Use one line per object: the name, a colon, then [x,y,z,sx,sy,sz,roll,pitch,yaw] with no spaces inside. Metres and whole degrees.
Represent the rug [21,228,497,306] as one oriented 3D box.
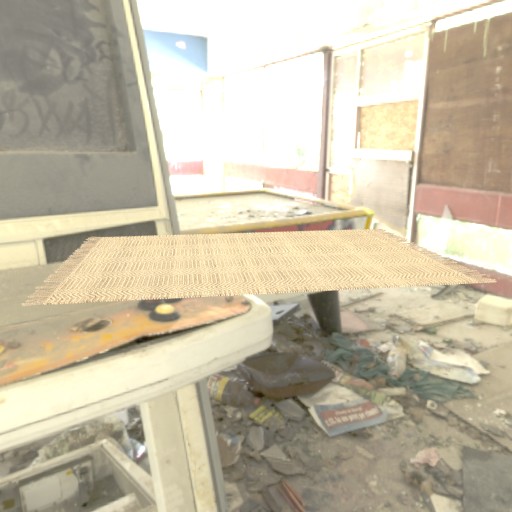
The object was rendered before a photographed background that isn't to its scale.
rug: [0.000,0.000,2.420,2.021,0.027,1.224,-2,15,-8]
